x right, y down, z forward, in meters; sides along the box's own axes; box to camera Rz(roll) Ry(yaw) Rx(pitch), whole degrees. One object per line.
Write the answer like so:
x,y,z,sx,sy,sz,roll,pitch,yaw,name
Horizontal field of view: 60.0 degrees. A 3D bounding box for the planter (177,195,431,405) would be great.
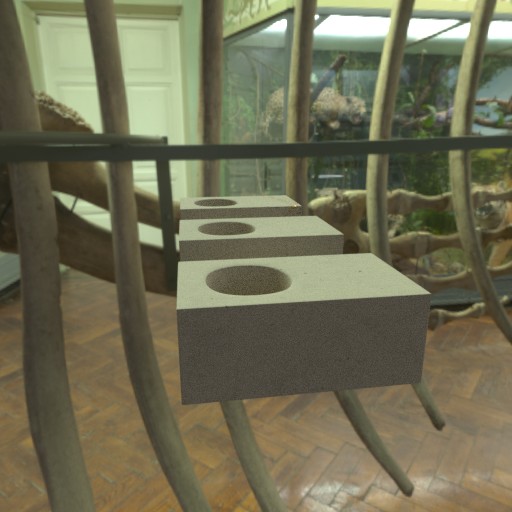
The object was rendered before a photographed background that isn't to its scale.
0.000,0.000,0.379,0.127,0.051,0.333,-3,17,-9,planter
